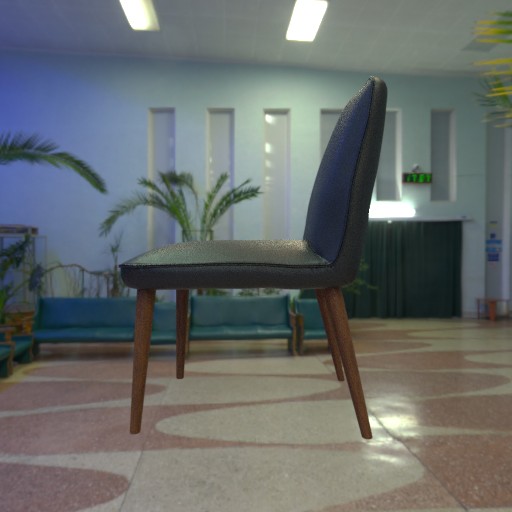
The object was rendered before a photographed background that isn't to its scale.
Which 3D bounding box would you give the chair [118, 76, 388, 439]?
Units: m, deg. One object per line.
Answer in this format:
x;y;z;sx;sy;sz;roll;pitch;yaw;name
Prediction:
0.000;0.000;1.213;0.645;0.801;0.543;0;0;-1;chair
